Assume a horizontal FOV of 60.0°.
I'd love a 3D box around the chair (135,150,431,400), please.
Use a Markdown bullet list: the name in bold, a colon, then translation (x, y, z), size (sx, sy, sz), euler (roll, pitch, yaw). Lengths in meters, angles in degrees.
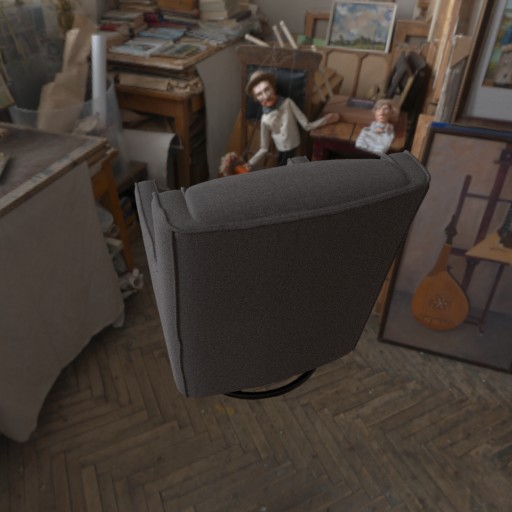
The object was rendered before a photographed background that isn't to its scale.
- **chair**: translation (0.000, 0.000, 1.586), size (0.732, 0.993, 0.879), euler (-12, 41, -14)
